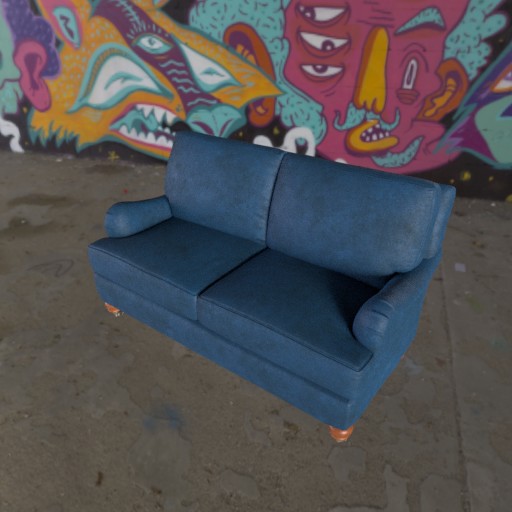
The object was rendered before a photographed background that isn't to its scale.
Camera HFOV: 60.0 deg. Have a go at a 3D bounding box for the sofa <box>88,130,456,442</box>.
[{"bbox_3d":[0.000,0.000,2.579,1.853,1.101,1.084,20,36,31],"label":"sofa"}]
